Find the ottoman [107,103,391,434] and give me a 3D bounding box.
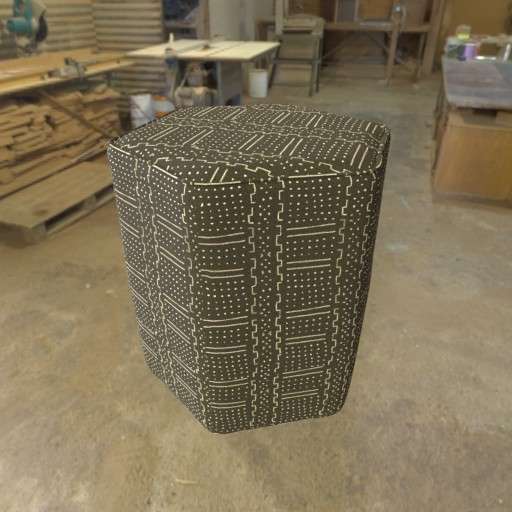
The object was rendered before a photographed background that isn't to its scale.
[{"bbox_3d":[0.000,0.000,0.873,0.443,0.502,0.494,10,32,16],"label":"ottoman"}]
